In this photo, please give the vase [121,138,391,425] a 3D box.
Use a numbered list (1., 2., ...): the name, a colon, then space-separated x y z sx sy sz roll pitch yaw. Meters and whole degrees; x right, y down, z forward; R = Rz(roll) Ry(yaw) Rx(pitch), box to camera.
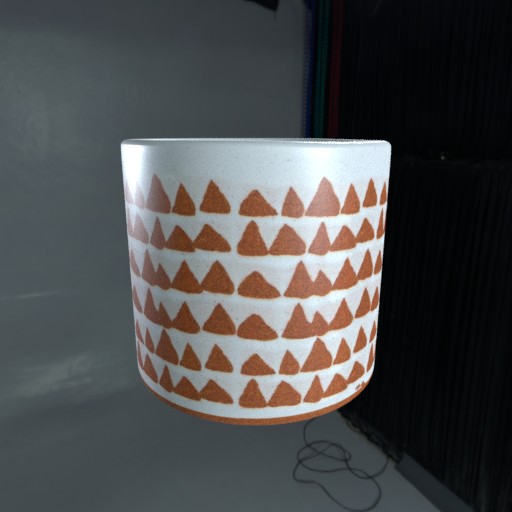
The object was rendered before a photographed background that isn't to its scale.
1. vase: 0.000 0.000 0.249 0.137 0.127 0.137 0 15 0
